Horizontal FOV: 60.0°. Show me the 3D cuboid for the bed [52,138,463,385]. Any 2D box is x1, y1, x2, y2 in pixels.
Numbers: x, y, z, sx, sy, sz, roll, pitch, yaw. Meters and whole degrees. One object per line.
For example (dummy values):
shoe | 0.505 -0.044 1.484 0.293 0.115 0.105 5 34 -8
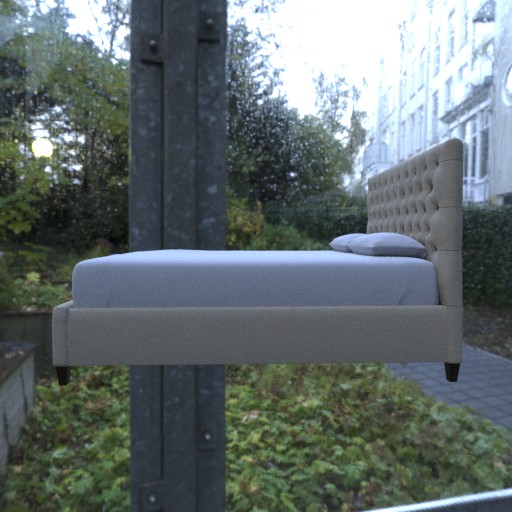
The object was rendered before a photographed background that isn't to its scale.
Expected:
bed | 0.000 0.000 3.372 2.387 1.427 1.698 0 2 -2
